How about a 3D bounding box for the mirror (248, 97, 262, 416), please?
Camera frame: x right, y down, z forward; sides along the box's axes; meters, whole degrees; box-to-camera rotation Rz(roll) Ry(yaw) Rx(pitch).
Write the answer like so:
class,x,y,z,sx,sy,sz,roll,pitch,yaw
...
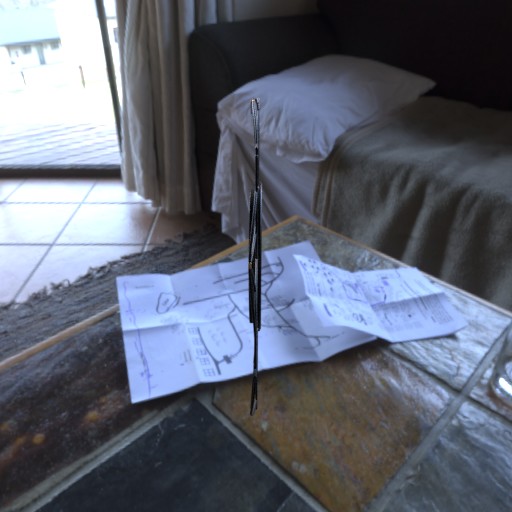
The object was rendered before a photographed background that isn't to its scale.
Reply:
class,x,y,z,sx,sy,sz,roll,pitch,yaw
mirror,0.000,0.000,1.135,0.028,0.775,0.797,0,33,1
